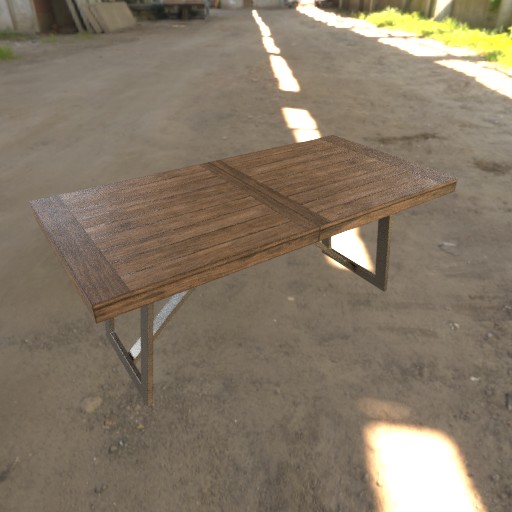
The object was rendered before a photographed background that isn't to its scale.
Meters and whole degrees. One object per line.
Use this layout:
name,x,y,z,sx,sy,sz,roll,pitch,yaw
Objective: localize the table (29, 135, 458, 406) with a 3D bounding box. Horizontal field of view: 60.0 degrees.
table,0.000,0.000,2.341,1.867,0.757,0.931,-20,37,-29
